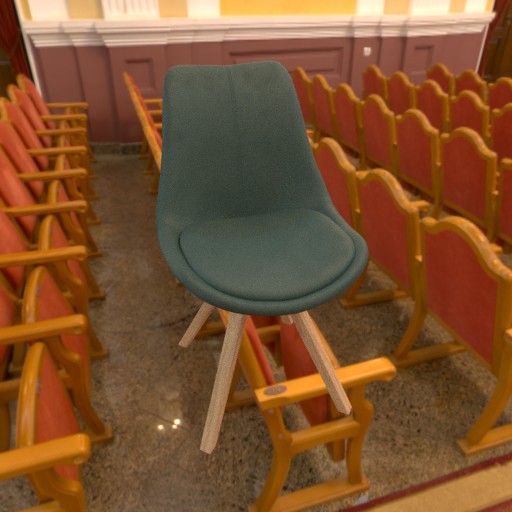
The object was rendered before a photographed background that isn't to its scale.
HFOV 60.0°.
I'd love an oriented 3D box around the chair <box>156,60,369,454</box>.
[{"bbox_3d":[0.000,0.000,1.156,0.483,0.865,0.547,-10,33,-15],"label":"chair"}]
